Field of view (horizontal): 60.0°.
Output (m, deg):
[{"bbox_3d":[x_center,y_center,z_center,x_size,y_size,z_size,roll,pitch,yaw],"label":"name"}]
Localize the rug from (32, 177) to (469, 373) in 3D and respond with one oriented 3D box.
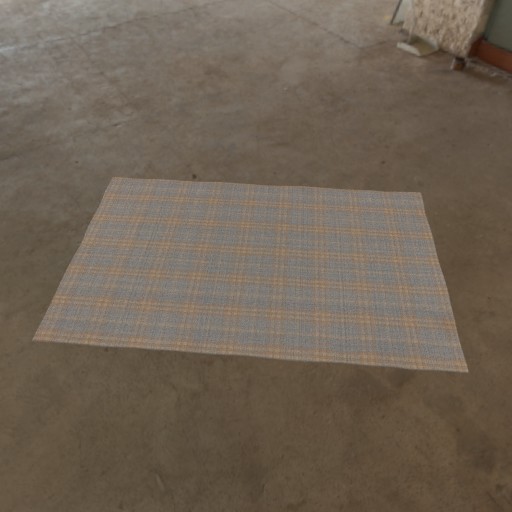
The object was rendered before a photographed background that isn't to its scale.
[{"bbox_3d":[0.000,0.000,2.996,2.460,0.016,1.545,3,47,3],"label":"rug"}]
